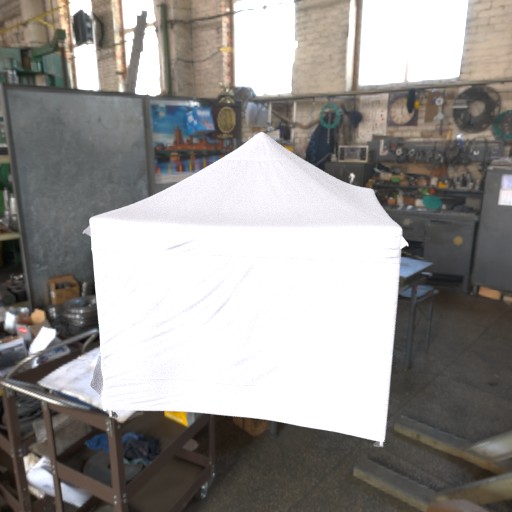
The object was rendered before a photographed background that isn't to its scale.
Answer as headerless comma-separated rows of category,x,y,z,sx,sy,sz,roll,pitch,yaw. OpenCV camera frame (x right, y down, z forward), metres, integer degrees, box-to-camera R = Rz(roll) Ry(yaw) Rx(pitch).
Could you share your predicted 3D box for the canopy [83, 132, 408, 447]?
canopy,0.000,0.000,5.557,3.121,2.997,3.043,3,15,9
